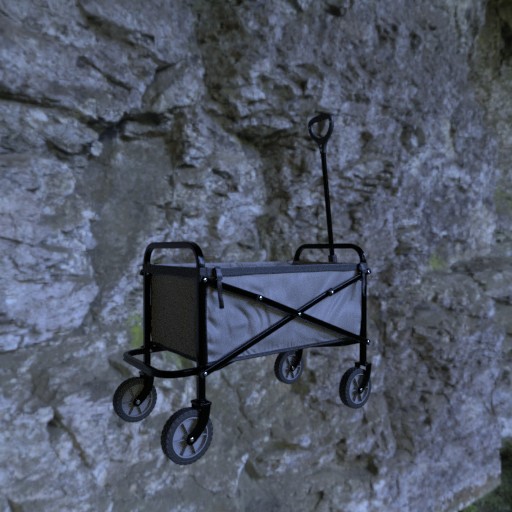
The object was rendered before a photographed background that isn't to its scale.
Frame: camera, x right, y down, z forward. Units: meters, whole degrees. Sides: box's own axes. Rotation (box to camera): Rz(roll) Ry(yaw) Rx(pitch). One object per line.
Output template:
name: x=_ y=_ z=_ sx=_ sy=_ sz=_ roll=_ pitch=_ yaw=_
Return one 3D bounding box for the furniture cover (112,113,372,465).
furniture cover: x=0.000 y=0.000 z=1.830 sx=1.038 sy=1.295 sz=0.532 roll=-1 pitch=1 yaw=-37
